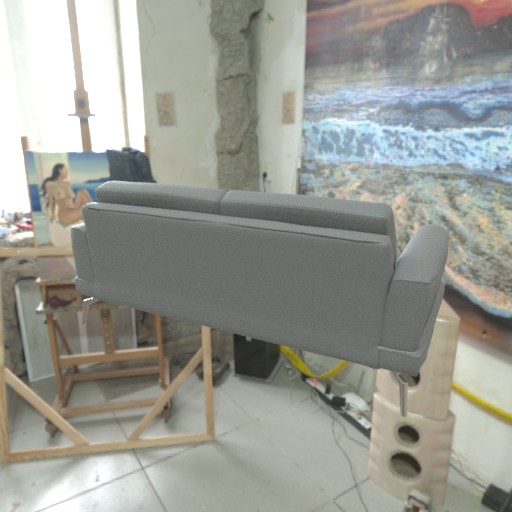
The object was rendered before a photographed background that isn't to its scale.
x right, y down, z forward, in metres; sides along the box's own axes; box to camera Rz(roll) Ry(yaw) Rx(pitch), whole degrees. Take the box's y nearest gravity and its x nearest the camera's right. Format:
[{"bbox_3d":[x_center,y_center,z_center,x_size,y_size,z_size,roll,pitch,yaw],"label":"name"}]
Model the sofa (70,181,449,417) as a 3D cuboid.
[{"bbox_3d":[0.000,0.000,2.781,2.177,0.930,1.121,9,19,26],"label":"sofa"}]
